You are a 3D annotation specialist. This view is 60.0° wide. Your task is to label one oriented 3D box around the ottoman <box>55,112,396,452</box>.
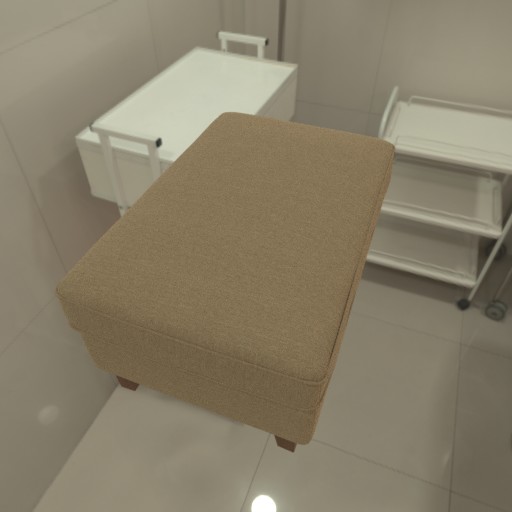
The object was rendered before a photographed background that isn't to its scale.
[{"bbox_3d":[0.000,0.000,1.330,0.636,0.521,0.945,15,46,15],"label":"ottoman"}]
